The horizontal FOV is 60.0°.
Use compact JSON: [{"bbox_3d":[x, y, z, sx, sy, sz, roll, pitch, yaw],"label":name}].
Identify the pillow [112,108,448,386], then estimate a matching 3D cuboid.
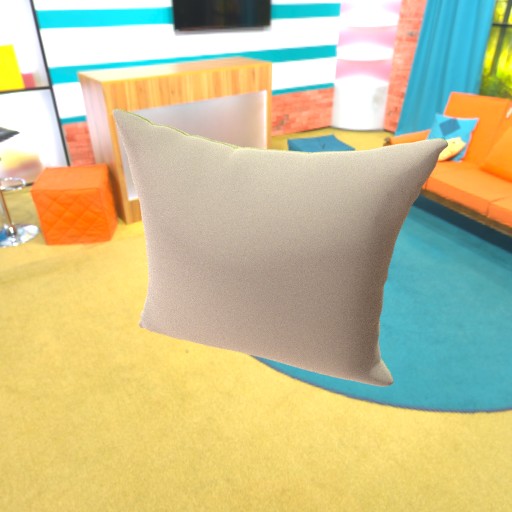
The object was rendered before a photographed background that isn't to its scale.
[{"bbox_3d":[0.000,0.000,0.807,0.560,0.487,0.229,10,32,16],"label":"pillow"}]
